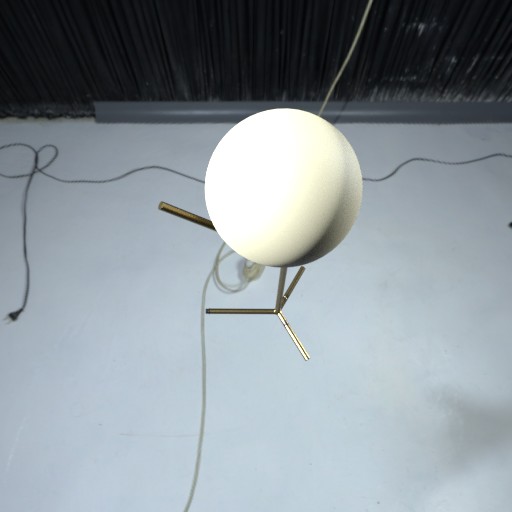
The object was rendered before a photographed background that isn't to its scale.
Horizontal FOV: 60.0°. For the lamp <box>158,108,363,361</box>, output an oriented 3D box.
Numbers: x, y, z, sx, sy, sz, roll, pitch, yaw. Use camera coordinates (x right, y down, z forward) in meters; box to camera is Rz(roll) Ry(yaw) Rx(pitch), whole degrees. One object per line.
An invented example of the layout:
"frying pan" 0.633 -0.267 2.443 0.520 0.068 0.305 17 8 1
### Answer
"lamp" 0.000 0.000 0.697 0.251 0.552 0.210 0 64 0
